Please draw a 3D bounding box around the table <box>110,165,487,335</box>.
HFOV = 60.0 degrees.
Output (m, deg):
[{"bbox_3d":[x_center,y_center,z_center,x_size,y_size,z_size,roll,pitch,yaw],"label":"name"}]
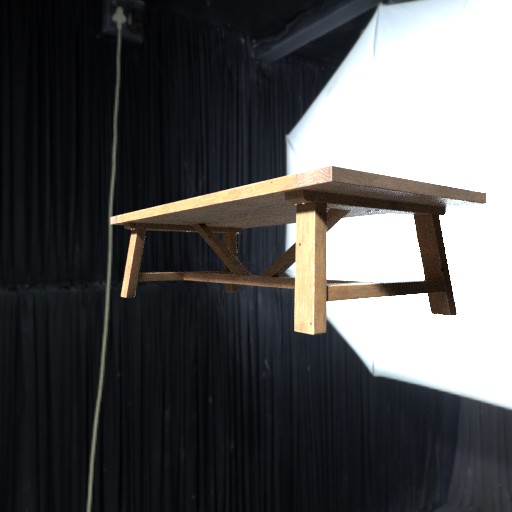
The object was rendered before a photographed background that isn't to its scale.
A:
[{"bbox_3d":[0.000,0.000,2.136,0.820,0.465,1.800,0,-1,-36],"label":"table"}]
